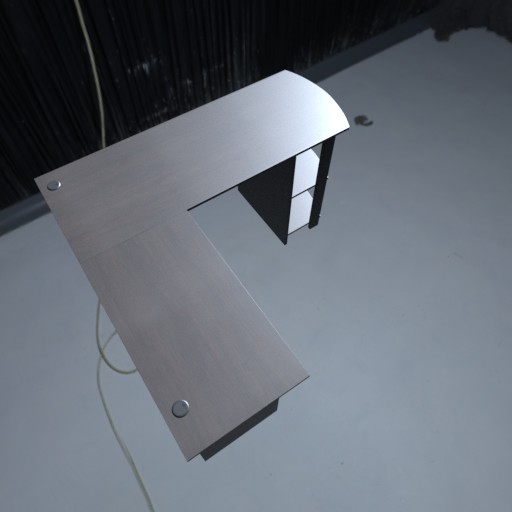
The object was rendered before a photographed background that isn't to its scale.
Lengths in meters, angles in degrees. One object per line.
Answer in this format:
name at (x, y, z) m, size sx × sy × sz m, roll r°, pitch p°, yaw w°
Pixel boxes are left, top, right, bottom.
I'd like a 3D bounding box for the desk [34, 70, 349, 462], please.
desk at (0.000, 0.000, 2.071) m, size 1.361 × 0.716 × 1.303 m, roll -30°, pitch 63°, yaw -17°
